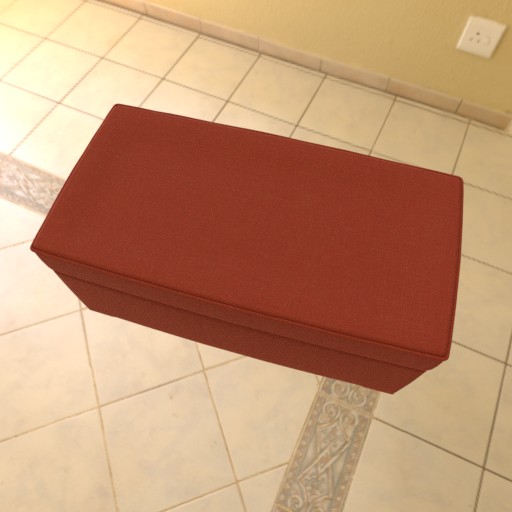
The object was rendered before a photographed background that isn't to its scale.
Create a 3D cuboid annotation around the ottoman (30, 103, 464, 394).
[{"bbox_3d":[0.000,0.000,1.228,0.948,0.454,0.497,14,63,7],"label":"ottoman"}]
